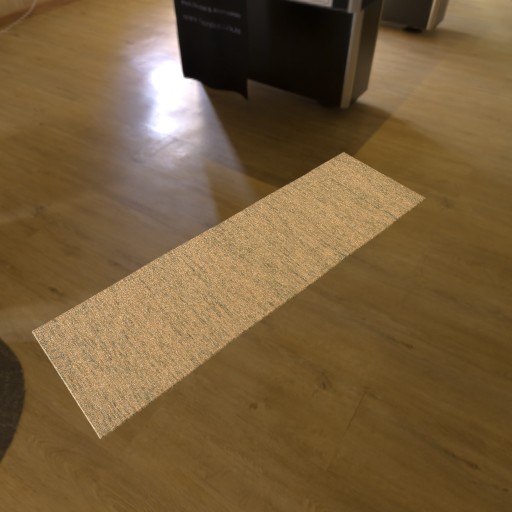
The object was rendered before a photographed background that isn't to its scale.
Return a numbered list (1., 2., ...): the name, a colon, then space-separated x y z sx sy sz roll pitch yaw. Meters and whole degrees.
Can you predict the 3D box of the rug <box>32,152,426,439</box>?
1. rug: 0.000 0.000 2.488 2.290 0.014 0.700 -33 55 -27
